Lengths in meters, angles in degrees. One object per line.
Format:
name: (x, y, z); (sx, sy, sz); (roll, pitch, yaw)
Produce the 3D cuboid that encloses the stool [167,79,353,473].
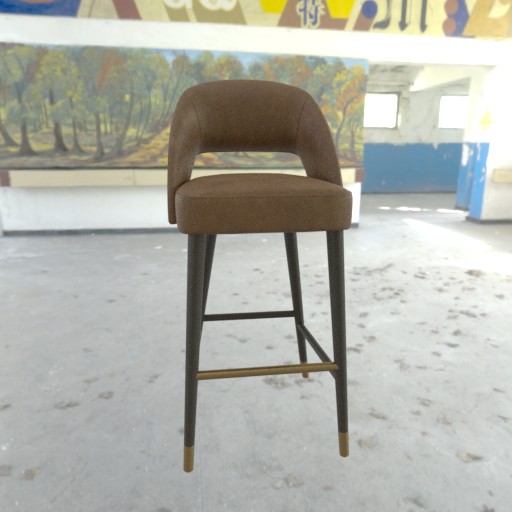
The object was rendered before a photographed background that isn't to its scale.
stool: (0.000, 0.000, 1.307); (0.494, 1.037, 0.509); (-2, 14, -8)
